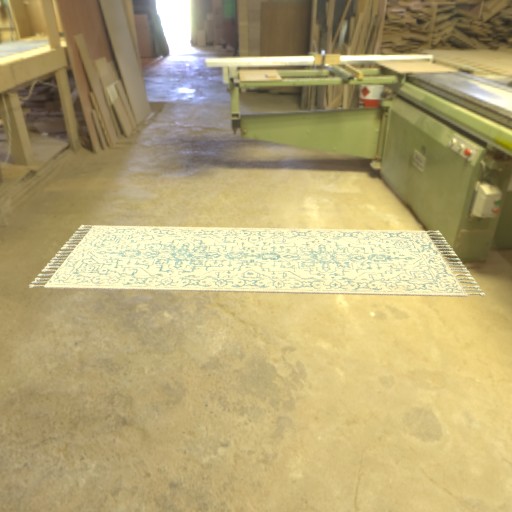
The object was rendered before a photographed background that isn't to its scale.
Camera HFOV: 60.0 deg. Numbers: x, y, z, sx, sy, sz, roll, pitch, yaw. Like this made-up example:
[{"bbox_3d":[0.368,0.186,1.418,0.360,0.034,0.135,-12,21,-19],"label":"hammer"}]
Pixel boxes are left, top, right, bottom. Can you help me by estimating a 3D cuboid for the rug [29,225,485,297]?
[{"bbox_3d":[0.000,0.000,2.692,2.449,0.011,0.774,1,30,2],"label":"rug"}]
